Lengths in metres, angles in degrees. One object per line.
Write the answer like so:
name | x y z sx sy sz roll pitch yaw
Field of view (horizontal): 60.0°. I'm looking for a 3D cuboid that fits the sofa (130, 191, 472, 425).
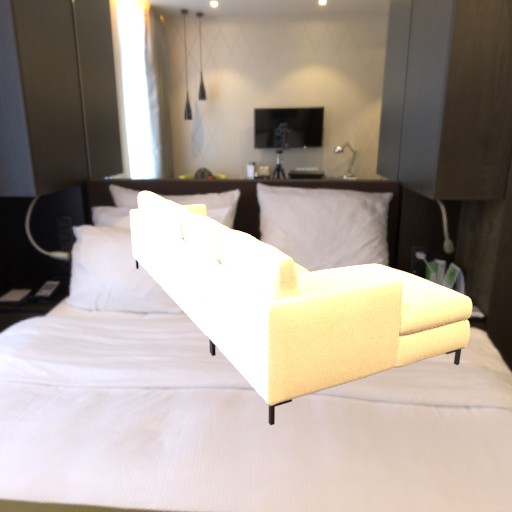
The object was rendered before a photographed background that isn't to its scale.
sofa | 0.000 0.000 3.794 1.467 0.875 3.186 -8 17 -26
